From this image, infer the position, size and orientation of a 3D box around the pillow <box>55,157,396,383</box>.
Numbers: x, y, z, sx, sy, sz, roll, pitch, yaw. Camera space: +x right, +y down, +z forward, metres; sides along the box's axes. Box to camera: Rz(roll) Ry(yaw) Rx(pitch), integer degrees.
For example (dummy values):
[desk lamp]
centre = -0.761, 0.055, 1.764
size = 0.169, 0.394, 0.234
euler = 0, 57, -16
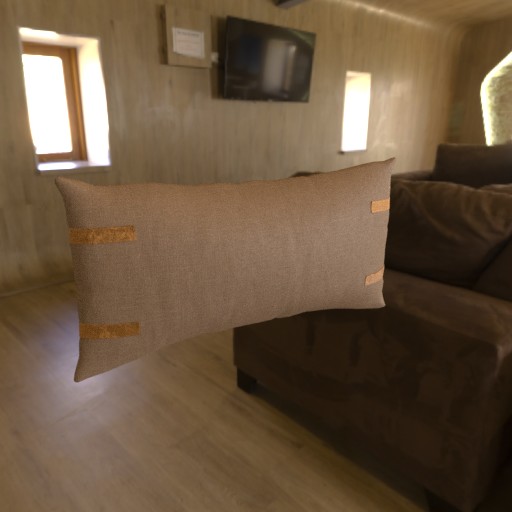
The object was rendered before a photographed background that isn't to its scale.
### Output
[pillow]
centre = 0.000, 0.000, 0.752
size = 0.612, 0.308, 0.148
euler = -9, 19, -27
